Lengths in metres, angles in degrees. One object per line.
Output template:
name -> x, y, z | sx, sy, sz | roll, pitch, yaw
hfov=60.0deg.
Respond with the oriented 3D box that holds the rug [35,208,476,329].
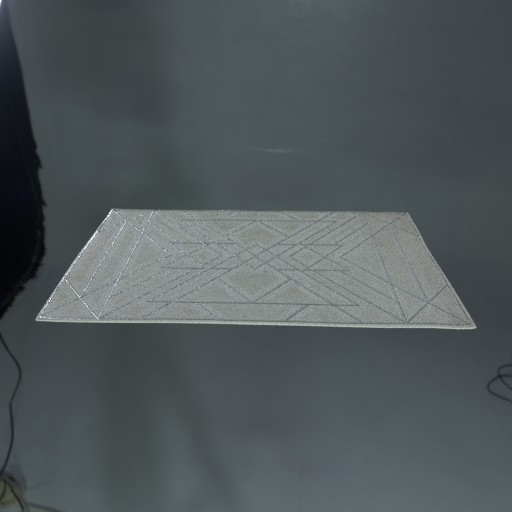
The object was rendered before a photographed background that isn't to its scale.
rug -> 0.000, 0.000, 1.083 | 0.869, 0.008, 0.511 | 1, 31, 1
